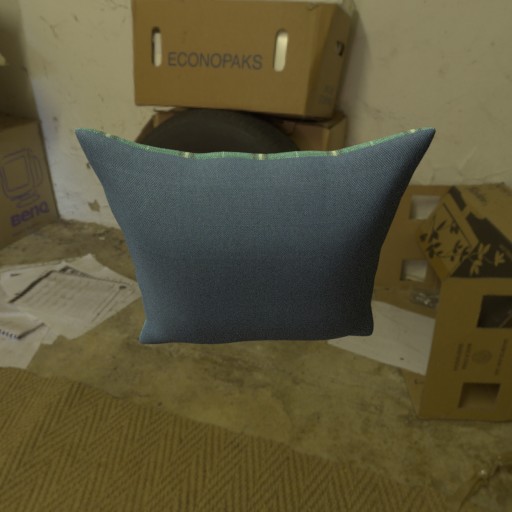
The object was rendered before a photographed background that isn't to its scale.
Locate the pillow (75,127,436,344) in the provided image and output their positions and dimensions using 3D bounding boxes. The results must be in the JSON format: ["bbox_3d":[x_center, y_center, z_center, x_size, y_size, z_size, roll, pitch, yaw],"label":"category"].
[{"bbox_3d":[0.000,0.000,0.707,0.453,0.430,0.200,-1,29,-1],"label":"pillow"}]
